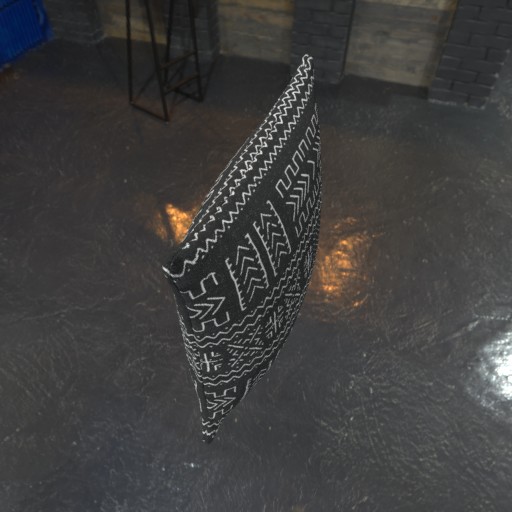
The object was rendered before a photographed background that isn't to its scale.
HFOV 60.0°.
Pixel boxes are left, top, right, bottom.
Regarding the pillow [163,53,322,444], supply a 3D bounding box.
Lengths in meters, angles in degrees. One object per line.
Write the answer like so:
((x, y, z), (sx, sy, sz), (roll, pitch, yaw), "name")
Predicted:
((0.000, 0.000, 0.666), (0.164, 0.430, 0.438), (16, 50, 14), "pillow")
